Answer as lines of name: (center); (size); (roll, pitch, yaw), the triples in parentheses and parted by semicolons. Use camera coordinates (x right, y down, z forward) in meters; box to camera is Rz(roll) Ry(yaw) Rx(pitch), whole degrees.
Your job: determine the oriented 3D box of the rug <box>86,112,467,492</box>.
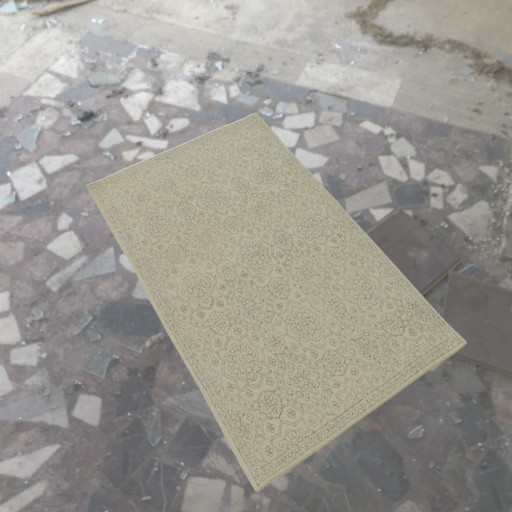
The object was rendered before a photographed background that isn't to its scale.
rug: (0.000, 0.000, 2.420); (1.214, 0.023, 1.947); (-28, 63, -16)
